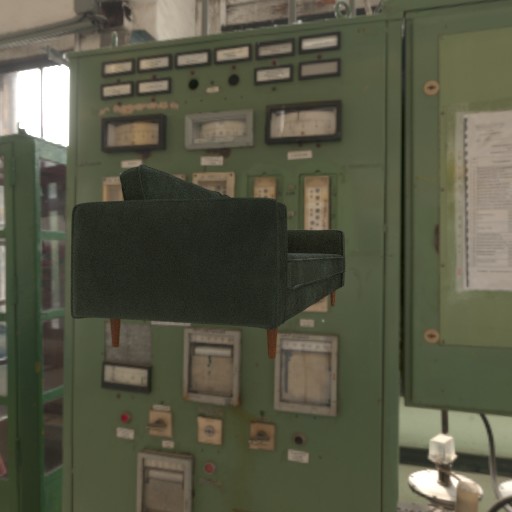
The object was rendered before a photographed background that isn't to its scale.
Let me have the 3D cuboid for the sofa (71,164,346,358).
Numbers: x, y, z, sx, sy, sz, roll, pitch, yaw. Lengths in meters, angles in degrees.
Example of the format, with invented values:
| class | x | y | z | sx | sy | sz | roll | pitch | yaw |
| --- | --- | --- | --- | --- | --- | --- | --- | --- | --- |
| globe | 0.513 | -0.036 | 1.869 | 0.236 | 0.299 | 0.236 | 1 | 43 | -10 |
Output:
| class | x | y | z | sx | sy | sz | roll | pitch | yaw |
| --- | --- | --- | --- | --- | --- | --- | --- | --- | --- |
| sofa | 0.000 | 0.000 | 2.667 | 0.886 | 0.781 | 2.214 | 0 | 0 | 17 |
